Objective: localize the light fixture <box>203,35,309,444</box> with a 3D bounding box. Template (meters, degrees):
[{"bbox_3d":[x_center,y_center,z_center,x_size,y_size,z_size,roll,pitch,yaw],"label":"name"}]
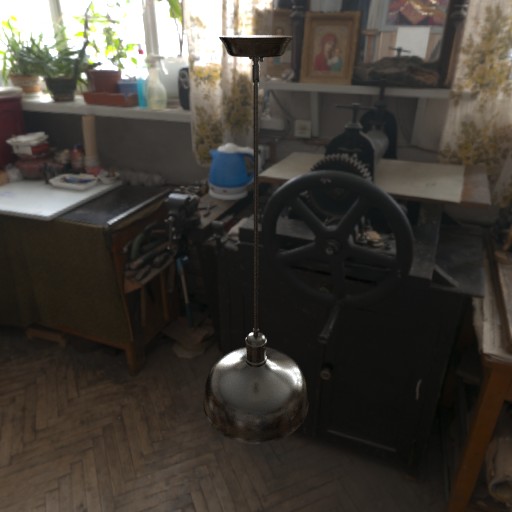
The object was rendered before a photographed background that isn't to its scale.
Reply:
[{"bbox_3d":[0.000,0.000,1.053,0.299,0.935,0.299,-9,29,-16],"label":"light fixture"}]
